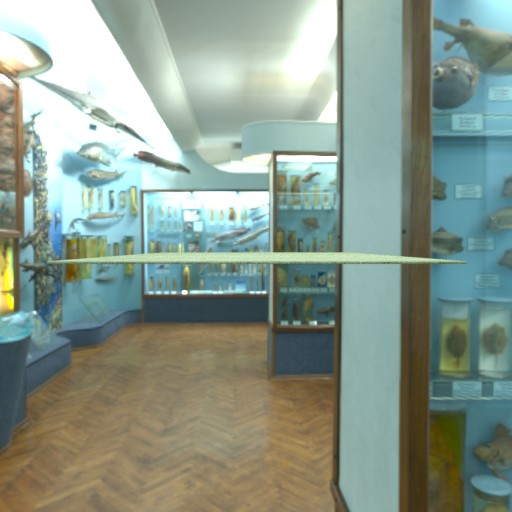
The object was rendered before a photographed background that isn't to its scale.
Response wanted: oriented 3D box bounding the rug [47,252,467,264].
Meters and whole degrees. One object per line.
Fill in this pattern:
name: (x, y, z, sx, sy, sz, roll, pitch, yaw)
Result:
rug: (0.000, 0.000, 4.149, 2.425, 0.016, 3.198, 0, 1, 0)
